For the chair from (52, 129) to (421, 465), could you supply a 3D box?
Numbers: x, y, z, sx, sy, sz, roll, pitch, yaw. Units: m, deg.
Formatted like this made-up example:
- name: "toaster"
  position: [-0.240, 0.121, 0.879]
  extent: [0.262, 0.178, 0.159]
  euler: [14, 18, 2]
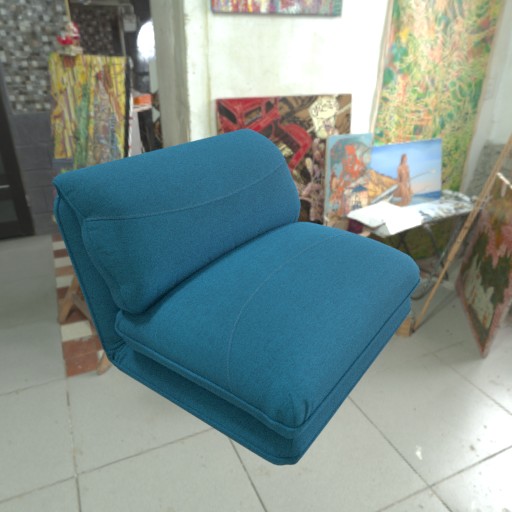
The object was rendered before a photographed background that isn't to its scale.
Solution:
- name: "chair"
  position: [0.000, 0.000, 1.306]
  extent: [0.780, 0.580, 0.820]
  euler: [18, 31, 32]
